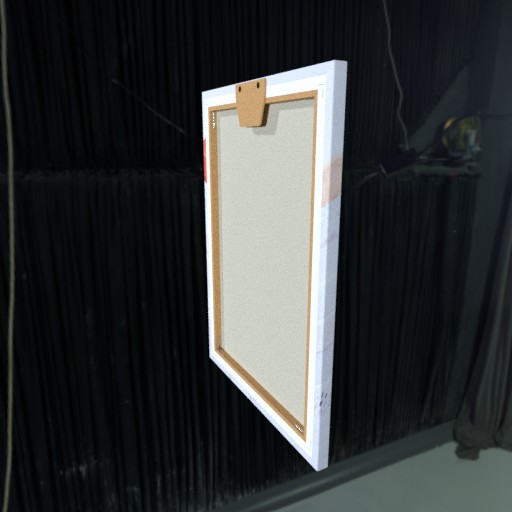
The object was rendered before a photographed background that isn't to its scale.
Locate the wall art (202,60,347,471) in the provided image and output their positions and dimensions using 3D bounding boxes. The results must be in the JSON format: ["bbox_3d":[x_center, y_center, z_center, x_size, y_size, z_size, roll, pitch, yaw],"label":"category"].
[{"bbox_3d":[0.000,0.000,1.142,0.036,0.848,0.613,-8,17,-28],"label":"wall art"}]
